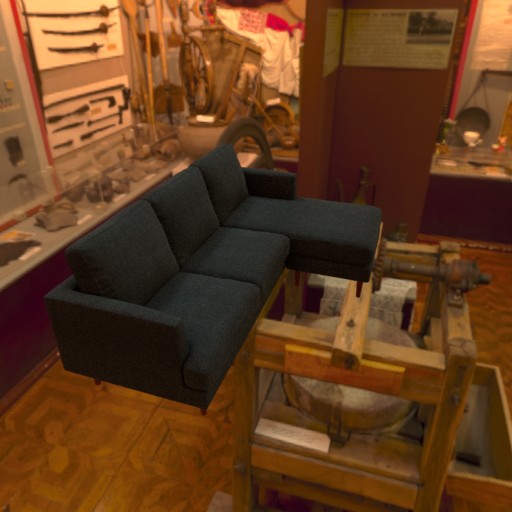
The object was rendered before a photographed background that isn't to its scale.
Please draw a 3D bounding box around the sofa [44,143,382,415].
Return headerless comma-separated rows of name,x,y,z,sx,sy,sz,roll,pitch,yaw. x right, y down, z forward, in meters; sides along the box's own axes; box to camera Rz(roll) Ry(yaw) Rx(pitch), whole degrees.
sofa,0.000,0.000,3.015,1.504,0.956,2.233,10,31,16
